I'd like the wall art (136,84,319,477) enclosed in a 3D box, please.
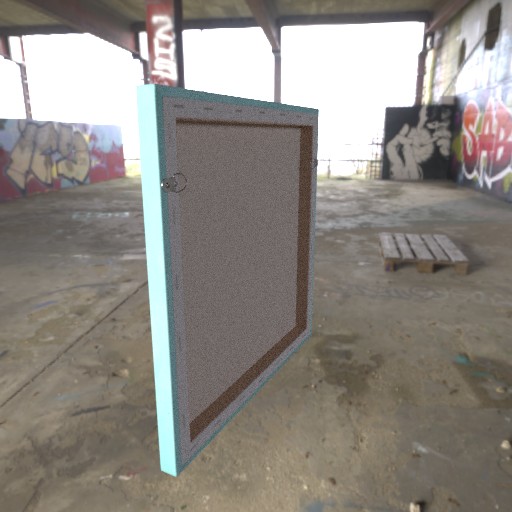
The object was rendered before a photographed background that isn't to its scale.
[{"bbox_3d":[0.000,0.000,1.612,0.070,1.073,1.071,8,17,27],"label":"wall art"}]
